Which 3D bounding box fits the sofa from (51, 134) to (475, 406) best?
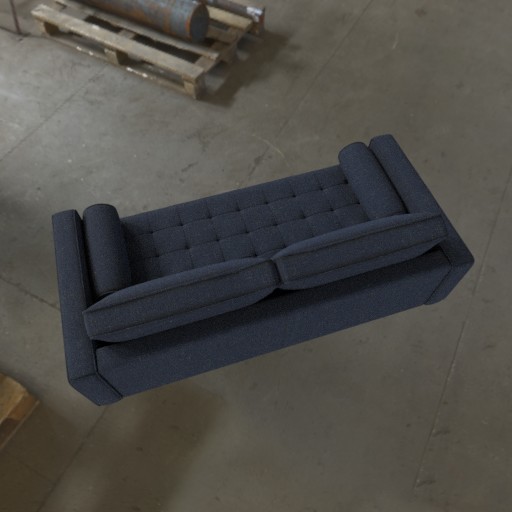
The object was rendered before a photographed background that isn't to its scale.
[{"bbox_3d":[0.000,0.000,2.296,1.880,0.762,0.914,-15,60,-9],"label":"sofa"}]
